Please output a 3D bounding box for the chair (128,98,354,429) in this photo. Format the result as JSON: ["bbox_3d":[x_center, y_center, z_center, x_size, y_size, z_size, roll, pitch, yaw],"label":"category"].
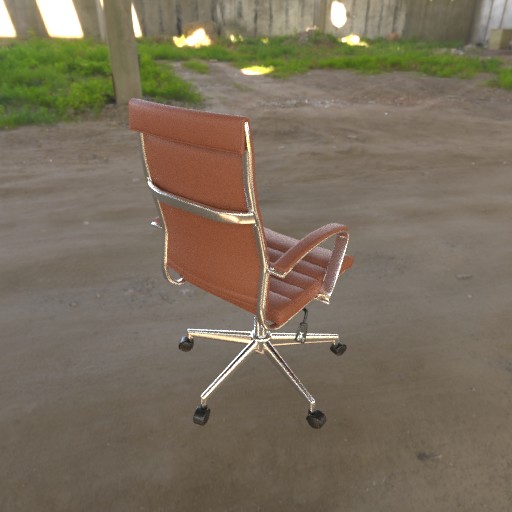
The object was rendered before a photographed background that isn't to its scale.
[{"bbox_3d":[0.000,0.000,1.646,0.766,1.149,0.739,21,35,33],"label":"chair"}]
